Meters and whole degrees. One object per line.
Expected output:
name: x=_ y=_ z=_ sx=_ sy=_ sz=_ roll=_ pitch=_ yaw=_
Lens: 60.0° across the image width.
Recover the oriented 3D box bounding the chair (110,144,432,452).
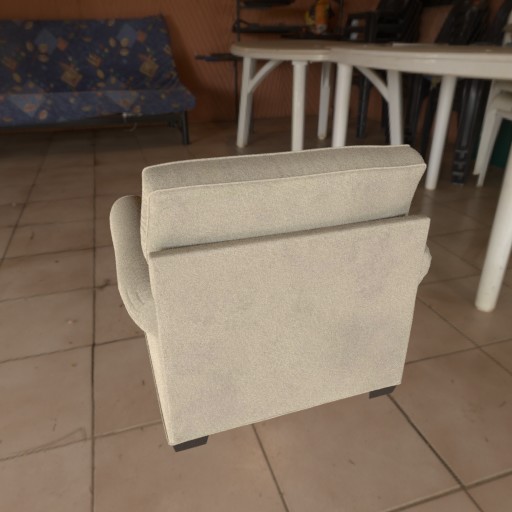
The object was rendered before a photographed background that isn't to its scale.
chair: x=0.000 y=0.000 z=1.903 sx=1.147 sy=1.044 sz=0.939 roll=-9 pitch=28 yaw=-17
